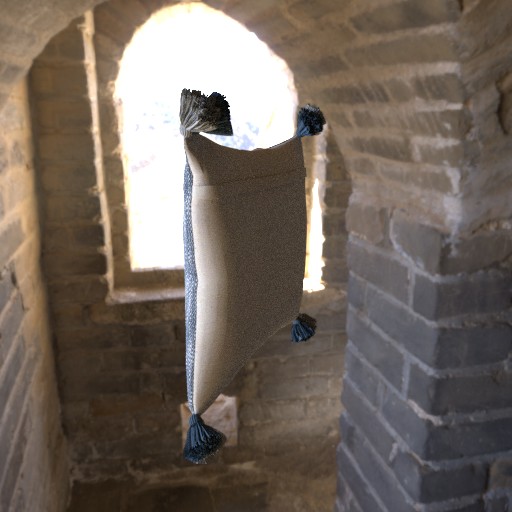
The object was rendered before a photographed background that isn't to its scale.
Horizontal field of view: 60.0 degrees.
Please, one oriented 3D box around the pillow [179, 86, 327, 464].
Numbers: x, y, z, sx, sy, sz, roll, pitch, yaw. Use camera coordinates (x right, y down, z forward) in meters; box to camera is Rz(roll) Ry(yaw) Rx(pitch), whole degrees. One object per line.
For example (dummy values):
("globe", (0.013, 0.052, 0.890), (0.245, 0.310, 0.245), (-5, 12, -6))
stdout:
("pillow", (0.000, 0.000, 0.924), (0.138, 0.634, 0.614), (8, 17, 26))
